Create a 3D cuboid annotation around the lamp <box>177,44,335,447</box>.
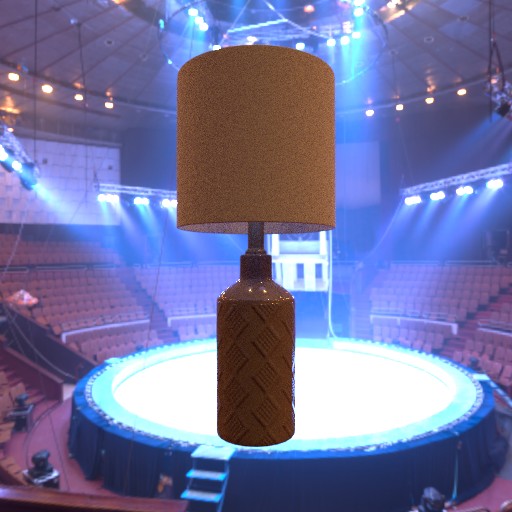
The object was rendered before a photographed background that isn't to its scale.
[{"bbox_3d":[0.000,0.000,0.585,0.207,0.461,0.207,0,-1,-1],"label":"lamp"}]
